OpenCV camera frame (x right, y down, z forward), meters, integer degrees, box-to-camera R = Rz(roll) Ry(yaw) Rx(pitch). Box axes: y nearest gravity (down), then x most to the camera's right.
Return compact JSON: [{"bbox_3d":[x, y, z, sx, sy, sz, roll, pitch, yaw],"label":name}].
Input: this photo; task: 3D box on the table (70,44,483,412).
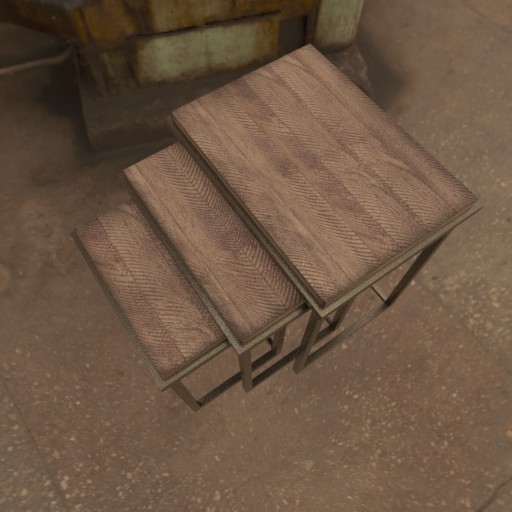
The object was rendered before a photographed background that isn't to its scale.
[{"bbox_3d":[0.000,0.000,1.142,0.706,0.610,0.559,-32,68,-15],"label":"table"}]
